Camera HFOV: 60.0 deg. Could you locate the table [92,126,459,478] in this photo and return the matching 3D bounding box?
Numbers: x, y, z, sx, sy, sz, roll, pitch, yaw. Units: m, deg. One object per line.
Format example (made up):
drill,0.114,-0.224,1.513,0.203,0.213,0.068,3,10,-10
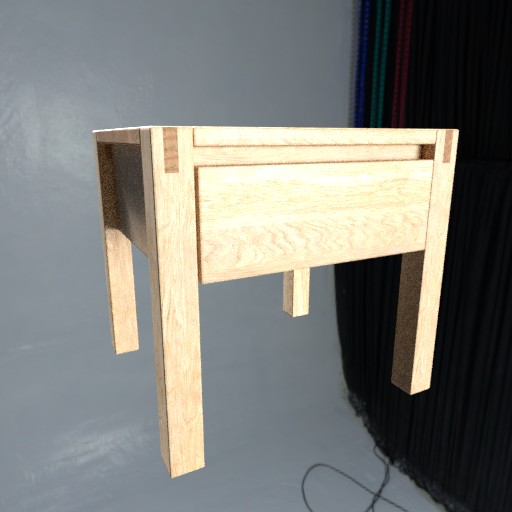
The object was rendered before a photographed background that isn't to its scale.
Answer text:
table,0.000,0.000,0.824,0.480,0.450,0.440,-8,17,-26
